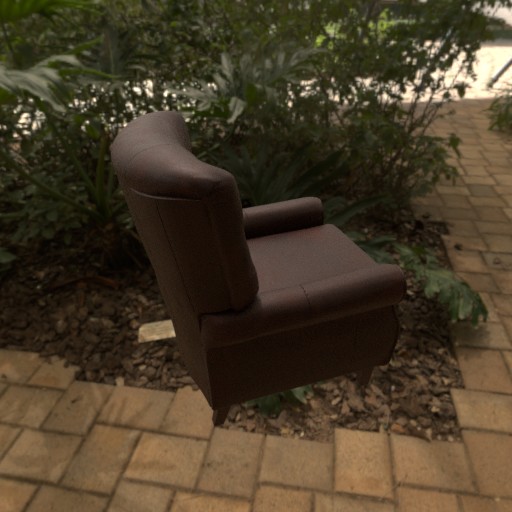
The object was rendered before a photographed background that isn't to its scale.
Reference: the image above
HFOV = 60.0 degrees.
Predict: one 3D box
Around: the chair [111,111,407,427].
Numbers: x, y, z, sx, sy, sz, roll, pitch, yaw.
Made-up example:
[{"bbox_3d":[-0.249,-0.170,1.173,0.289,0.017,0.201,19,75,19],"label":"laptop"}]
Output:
[{"bbox_3d":[0.000,0.000,1.927,1.058,1.158,0.948,-10,32,-16],"label":"chair"}]
